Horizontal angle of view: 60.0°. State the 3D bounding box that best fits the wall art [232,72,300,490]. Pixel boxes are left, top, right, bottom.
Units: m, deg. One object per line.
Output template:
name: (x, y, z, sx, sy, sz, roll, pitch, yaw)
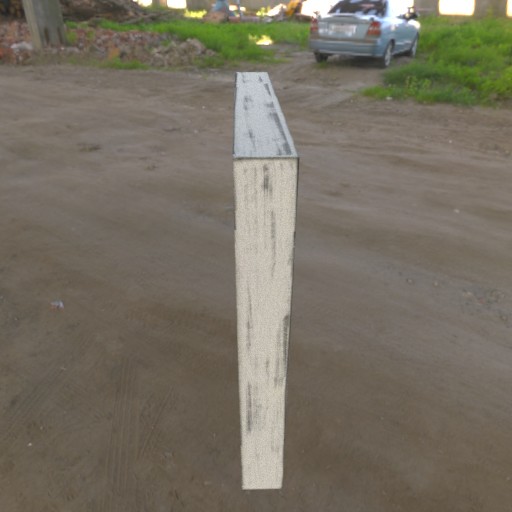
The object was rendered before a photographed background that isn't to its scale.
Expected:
wall art: (0.000, 0.000, 0.448, 0.036, 0.303, 0.303, -1, 31, -2)
